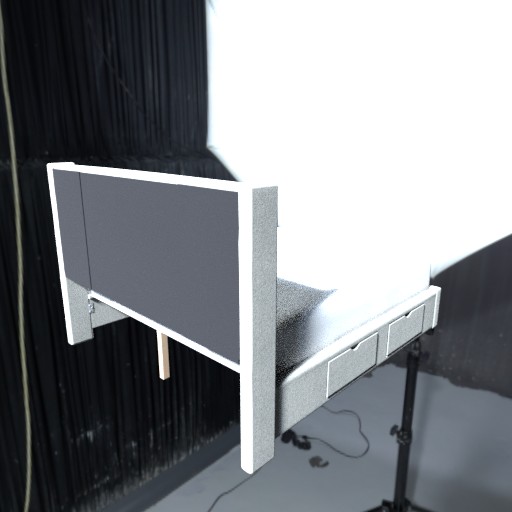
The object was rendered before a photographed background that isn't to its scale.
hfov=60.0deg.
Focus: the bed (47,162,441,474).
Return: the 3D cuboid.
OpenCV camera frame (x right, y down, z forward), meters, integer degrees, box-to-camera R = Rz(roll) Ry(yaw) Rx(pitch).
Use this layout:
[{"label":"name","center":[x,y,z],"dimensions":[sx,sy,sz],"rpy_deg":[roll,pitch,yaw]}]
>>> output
[{"label":"bed","center":[0.000,0.000,3.553],"dimensions":[2.140,1.470,2.280],"rpy_deg":[14,21,42]}]
